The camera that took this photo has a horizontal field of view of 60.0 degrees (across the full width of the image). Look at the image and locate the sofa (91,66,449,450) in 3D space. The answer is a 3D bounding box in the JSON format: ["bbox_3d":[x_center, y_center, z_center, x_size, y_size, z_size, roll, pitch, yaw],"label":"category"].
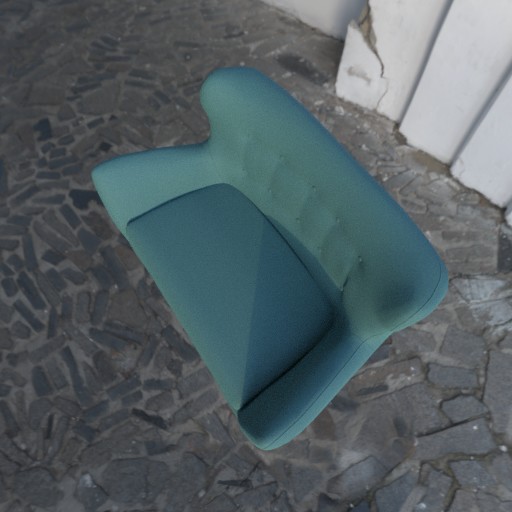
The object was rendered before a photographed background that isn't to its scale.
[{"bbox_3d":[0.000,0.000,1.957,0.889,0.889,1.397,-31,67,-14],"label":"sofa"}]
